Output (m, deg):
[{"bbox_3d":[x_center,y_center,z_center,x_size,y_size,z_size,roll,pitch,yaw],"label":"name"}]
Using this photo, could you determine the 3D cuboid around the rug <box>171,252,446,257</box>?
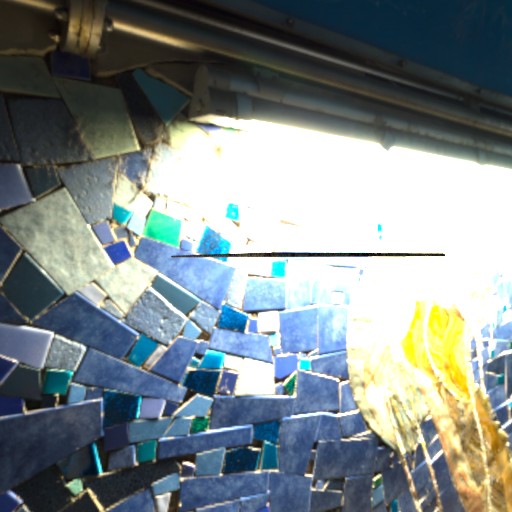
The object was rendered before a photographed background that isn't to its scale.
[{"bbox_3d":[0.000,0.000,2.557,0.688,0.015,2.292,0,0,-18],"label":"rug"}]
